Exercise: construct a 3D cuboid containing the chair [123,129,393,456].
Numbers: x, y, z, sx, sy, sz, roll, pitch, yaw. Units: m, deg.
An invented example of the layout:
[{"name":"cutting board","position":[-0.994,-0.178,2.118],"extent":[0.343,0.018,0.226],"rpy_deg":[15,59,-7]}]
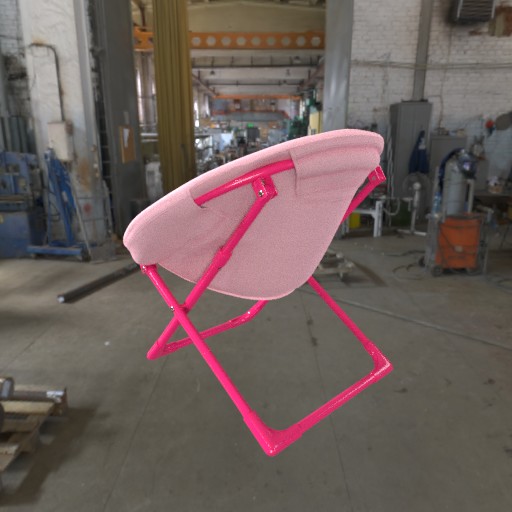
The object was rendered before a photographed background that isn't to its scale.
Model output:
[{"name":"chair","position":[0.000,0.000,0.902],"extent":[0.522,0.494,0.459],"rpy_deg":[-15,21,-43]}]
